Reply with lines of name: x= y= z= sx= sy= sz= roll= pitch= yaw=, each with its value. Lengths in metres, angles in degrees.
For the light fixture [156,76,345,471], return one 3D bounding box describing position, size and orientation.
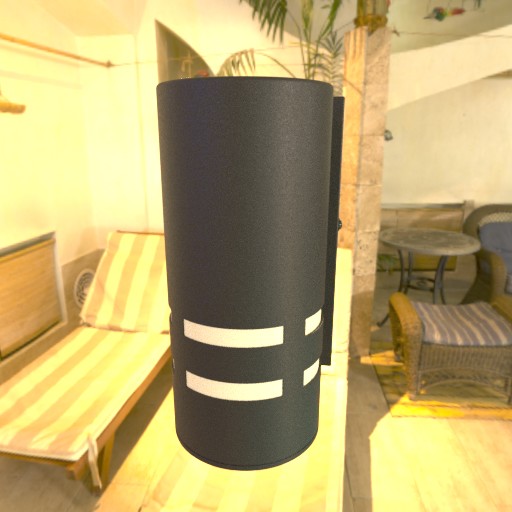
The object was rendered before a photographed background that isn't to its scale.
light fixture: x=0.000 y=0.000 z=0.255 sx=0.098 sy=0.179 sz=0.138 roll=3 pitch=16 yaw=10
